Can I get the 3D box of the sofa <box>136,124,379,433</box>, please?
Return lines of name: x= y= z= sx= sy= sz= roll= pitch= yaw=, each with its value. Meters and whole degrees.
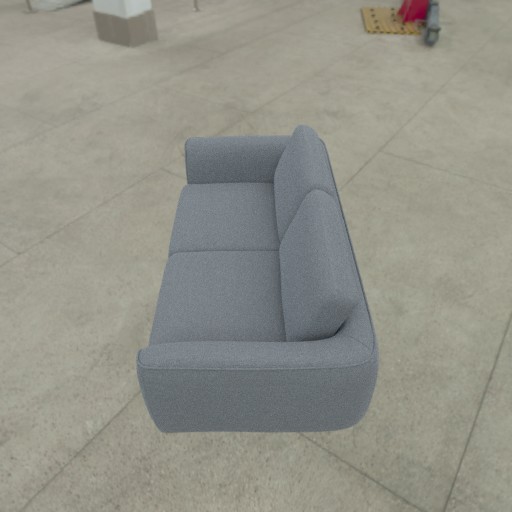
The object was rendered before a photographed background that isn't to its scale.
sofa: x=0.000 y=0.000 z=2.236 sx=0.920 sy=0.850 sz=1.700 roll=0 pitch=42 yaw=0
